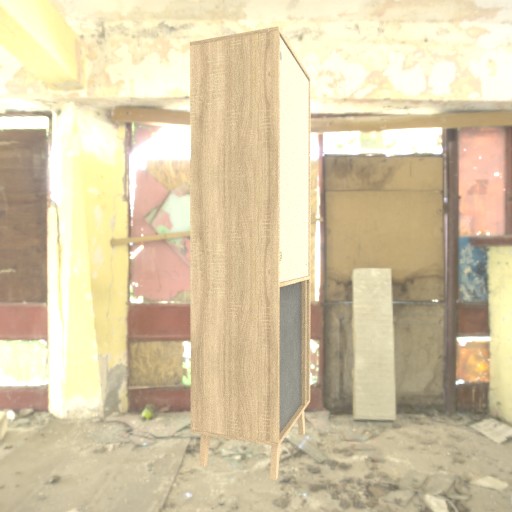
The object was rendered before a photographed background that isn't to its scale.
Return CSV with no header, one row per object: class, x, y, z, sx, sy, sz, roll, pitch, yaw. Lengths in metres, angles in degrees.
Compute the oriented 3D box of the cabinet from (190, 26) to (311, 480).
cabinet,0.000,0.000,2.124,0.400,1.850,0.570,0,1,20
